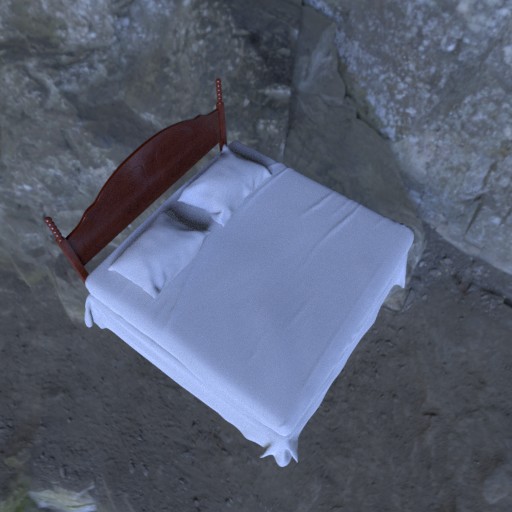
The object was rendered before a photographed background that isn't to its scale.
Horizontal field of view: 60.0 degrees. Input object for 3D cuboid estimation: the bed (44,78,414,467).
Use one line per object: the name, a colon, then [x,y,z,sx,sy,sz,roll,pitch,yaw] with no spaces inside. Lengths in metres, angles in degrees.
bed: [0.000,0.000,3.634,2.219,1.355,2.322,31,62,18]
